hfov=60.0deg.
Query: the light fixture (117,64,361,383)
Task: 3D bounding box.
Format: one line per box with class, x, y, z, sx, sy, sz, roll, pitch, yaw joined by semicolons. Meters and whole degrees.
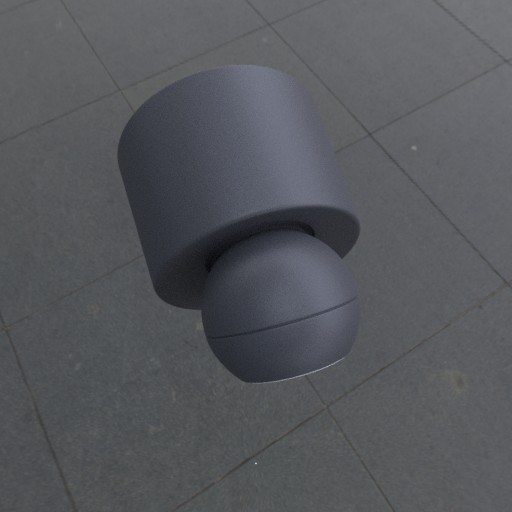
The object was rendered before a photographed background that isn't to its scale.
light fixture;0.000;0.000;0.266;0.134;0.143;0.160;-15;66;-7
